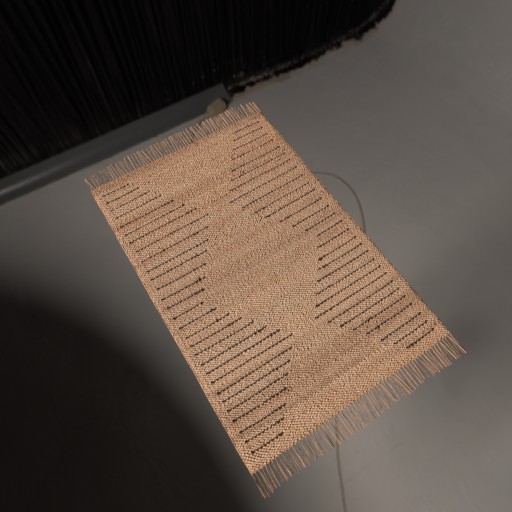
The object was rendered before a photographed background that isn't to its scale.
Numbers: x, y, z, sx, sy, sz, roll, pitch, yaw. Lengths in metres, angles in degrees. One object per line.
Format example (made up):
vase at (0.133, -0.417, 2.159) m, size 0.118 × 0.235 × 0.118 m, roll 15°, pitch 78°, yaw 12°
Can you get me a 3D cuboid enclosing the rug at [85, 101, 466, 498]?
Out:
rug at (0.000, 0.000, 2.492) m, size 1.224 × 0.027 × 2.085 m, roll -30°, pitch 67°, yaw -14°
